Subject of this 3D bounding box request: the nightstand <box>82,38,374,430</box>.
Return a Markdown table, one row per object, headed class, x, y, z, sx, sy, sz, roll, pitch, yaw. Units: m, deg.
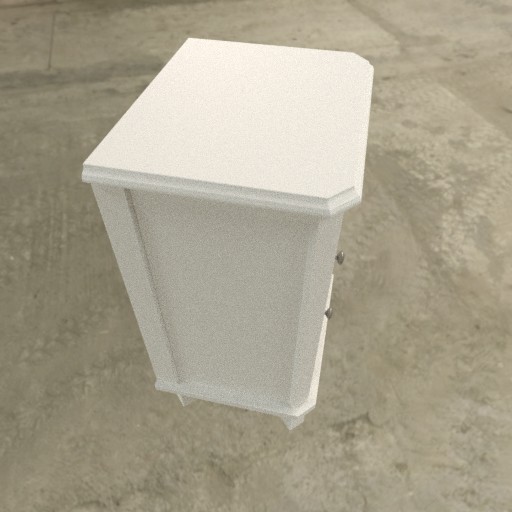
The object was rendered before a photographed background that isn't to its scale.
| class | x | y | z | sx | sy | sz | roll | pitch | yaw |
| --- | --- | --- | --- | --- | --- | --- | --- | --- | --- |
| nightstand | 0.000 | 0.000 | 0.911 | 0.351 | 0.681 | 0.435 | 9 | 47 | 9 |
